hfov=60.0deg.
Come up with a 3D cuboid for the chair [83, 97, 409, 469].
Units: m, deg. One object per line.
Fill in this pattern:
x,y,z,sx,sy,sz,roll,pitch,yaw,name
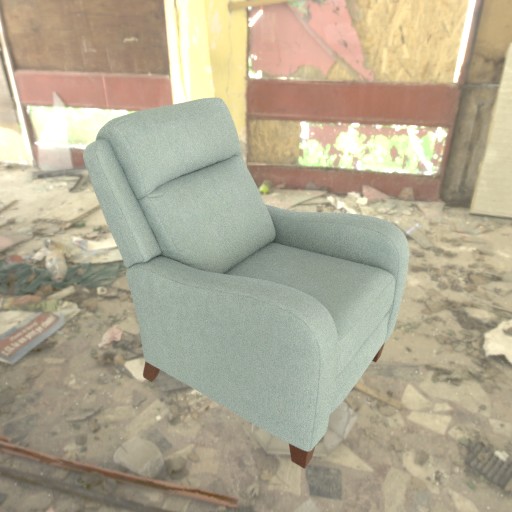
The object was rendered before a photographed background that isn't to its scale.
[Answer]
0.000,0.000,1.732,0.988,1.067,0.785,18,33,30,chair
